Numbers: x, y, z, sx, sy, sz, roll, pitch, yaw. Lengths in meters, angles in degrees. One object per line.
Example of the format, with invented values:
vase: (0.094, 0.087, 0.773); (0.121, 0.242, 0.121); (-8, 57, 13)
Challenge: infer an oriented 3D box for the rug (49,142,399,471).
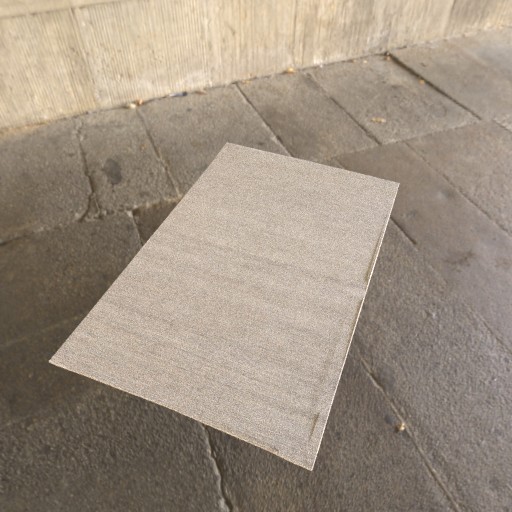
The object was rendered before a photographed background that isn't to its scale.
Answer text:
rug: (0.000, 0.000, 2.319); (1.179, 0.022, 1.820); (17, 49, 15)
